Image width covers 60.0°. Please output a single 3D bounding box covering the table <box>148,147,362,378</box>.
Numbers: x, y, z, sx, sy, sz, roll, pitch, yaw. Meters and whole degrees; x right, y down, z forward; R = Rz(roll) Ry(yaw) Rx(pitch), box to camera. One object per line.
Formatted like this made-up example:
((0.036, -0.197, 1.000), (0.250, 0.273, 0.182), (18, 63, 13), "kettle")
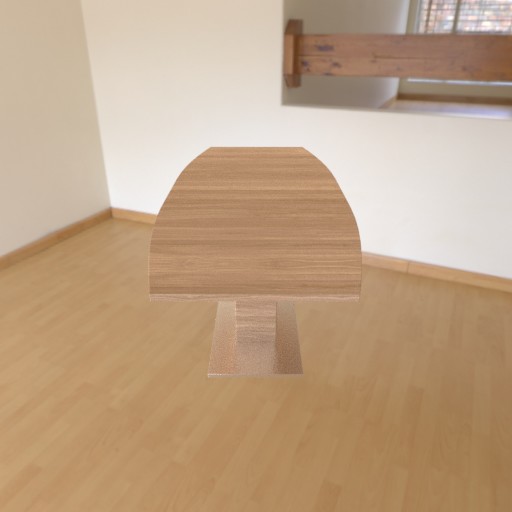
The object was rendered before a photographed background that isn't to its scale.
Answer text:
((0.000, 0.000, 2.476), (0.900, 0.750, 2.032), (0, 27, 0), "table")
